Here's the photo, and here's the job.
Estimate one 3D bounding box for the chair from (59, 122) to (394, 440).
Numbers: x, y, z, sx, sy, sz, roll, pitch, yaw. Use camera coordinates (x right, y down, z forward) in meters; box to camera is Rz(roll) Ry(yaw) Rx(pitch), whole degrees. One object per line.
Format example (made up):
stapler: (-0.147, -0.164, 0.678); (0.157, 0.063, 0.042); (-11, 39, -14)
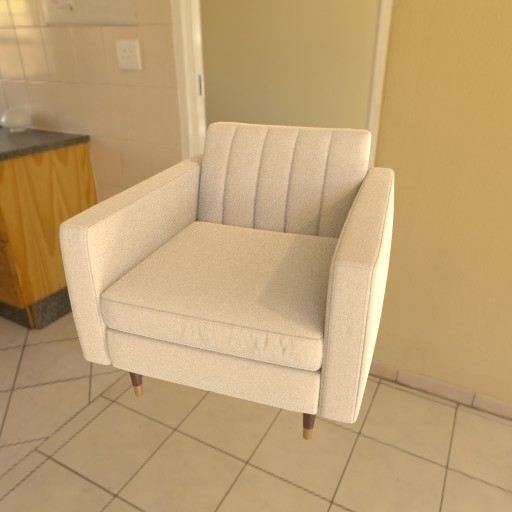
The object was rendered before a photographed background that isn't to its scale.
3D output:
chair: (0.000, 0.000, 1.666); (0.953, 0.819, 0.998); (8, 27, 16)
